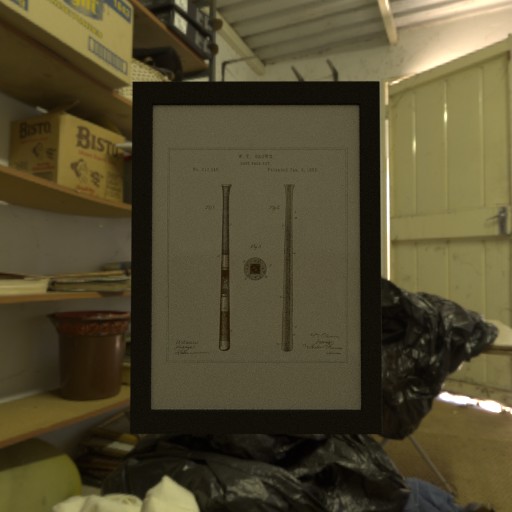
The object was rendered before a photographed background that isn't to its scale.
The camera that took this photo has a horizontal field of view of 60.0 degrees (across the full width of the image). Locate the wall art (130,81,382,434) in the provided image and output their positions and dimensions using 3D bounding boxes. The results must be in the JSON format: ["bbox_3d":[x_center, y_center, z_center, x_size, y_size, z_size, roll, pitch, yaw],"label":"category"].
[{"bbox_3d":[0.000,0.000,0.668,0.374,0.529,0.012,0,-1,0],"label":"wall art"}]
